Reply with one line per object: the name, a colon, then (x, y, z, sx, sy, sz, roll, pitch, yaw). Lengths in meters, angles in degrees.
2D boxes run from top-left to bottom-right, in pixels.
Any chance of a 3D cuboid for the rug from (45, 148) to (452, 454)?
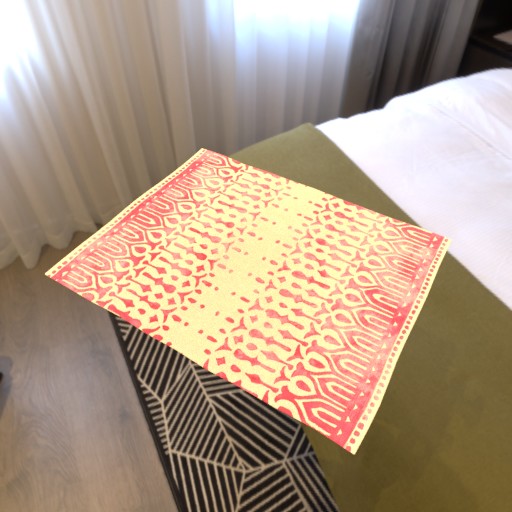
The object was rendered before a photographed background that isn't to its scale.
rug: (0.000, 0.000, 4.232, 3.095, 0.016, 2.441, 24, 51, 21)
